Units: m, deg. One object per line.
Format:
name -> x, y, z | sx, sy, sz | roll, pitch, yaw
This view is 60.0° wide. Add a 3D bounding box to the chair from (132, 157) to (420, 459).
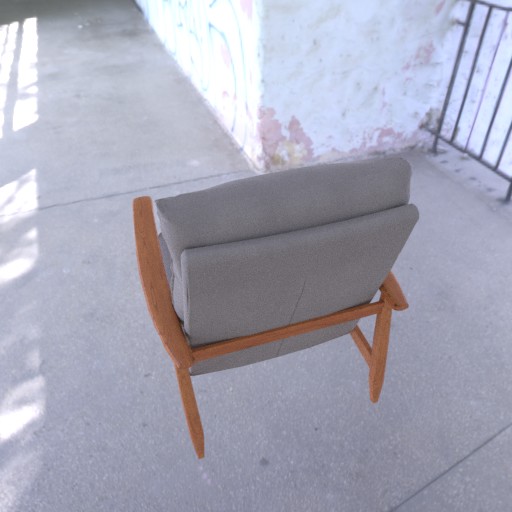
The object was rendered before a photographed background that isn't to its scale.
chair -> 0.000, 0.000, 1.521 | 0.782, 0.922, 0.816 | -12, 42, -14
